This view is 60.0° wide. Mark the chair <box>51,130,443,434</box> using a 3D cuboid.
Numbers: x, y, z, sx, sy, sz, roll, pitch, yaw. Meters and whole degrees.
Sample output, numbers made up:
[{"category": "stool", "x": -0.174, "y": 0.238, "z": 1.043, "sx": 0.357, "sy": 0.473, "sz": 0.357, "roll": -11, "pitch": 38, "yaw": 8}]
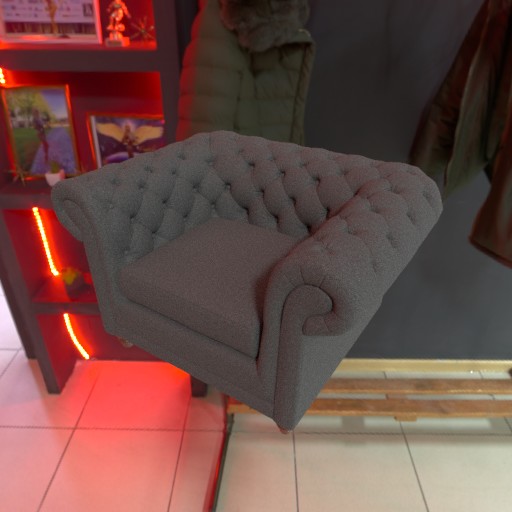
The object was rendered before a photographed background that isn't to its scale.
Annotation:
[{"category": "chair", "x": 0.000, "y": 0.000, "z": 1.874, "sx": 1.270, "sy": 0.770, "sz": 0.976, "roll": 19, "pitch": 35, "yaw": 29}]
